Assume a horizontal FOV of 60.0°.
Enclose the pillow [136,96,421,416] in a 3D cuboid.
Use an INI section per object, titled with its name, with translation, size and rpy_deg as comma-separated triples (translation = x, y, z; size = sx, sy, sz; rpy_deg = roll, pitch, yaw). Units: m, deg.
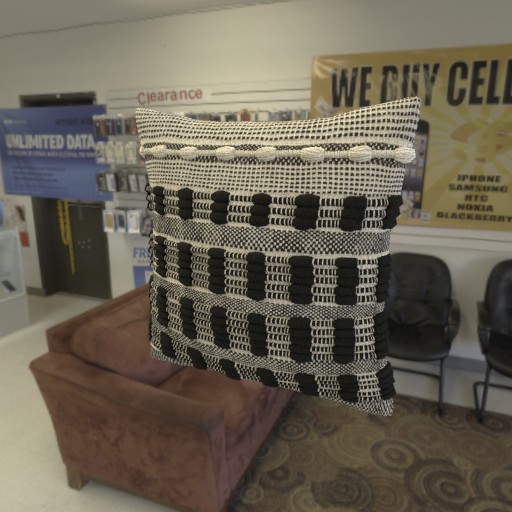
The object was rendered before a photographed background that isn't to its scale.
[pillow]
translation = 0.000, 0.000, 0.668
size = 0.436, 0.438, 0.156
rpy_deg = 7, 16, 25
